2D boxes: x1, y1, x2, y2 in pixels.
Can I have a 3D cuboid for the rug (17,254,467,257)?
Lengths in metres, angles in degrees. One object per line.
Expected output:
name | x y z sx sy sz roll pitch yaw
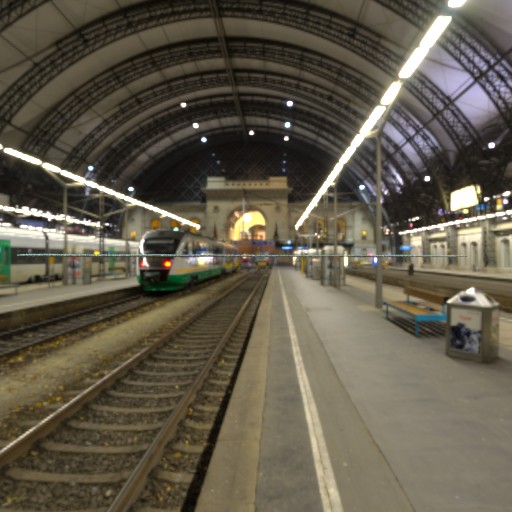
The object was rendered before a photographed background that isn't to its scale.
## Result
rug | 0.000 0.000 2.677 2.459 0.010 0.801 0 0 -19
